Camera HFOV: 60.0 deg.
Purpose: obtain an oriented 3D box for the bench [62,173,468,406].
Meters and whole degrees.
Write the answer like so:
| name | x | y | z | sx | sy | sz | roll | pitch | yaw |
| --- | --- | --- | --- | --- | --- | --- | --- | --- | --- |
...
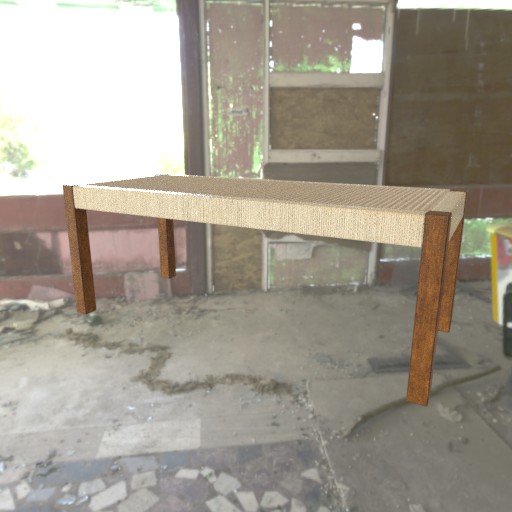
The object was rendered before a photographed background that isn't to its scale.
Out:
| name | x | y | z | sx | sy | sz | roll | pitch | yaw |
| --- | --- | --- | --- | --- | --- | --- | --- | --- | --- |
| bench | 0.000 | 0.000 | 1.476 | 1.198 | 0.457 | 0.507 | 8 | 17 | 28 |
